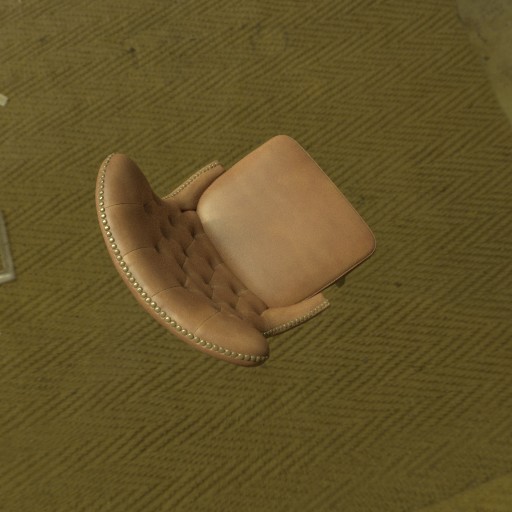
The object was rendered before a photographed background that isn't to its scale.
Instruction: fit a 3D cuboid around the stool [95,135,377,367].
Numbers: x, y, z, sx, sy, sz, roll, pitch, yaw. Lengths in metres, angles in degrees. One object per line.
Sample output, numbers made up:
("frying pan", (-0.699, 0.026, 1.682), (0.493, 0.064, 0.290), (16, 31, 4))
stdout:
("stool", (0.000, 0.000, 1.360), (0.601, 1.050, 0.528), (-36, 79, -8))
